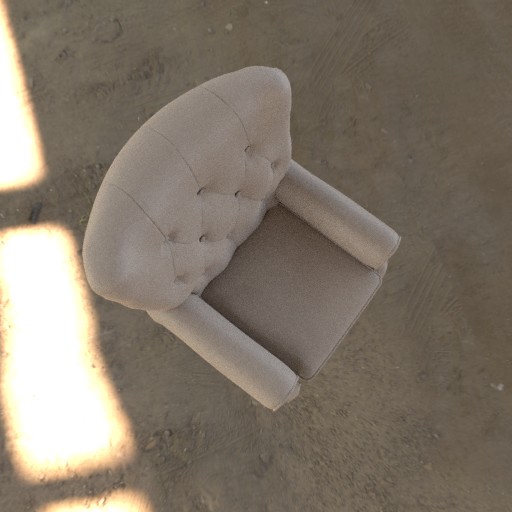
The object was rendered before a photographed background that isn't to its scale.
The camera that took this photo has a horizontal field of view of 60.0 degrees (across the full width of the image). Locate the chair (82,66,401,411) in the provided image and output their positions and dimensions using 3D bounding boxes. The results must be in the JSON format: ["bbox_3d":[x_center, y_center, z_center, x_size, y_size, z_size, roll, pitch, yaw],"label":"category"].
[{"bbox_3d":[0.000,0.000,1.929,1.041,1.138,0.999,37,79,8],"label":"chair"}]
